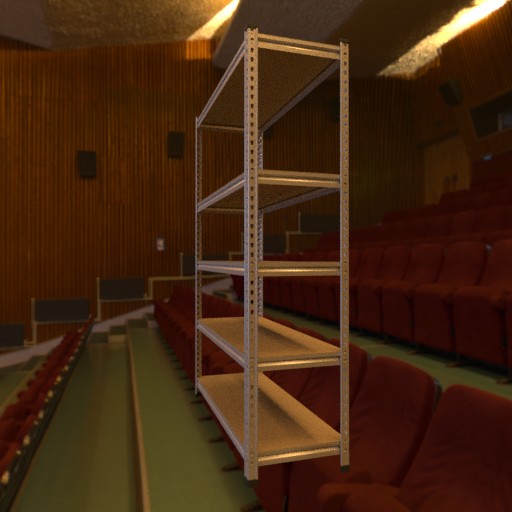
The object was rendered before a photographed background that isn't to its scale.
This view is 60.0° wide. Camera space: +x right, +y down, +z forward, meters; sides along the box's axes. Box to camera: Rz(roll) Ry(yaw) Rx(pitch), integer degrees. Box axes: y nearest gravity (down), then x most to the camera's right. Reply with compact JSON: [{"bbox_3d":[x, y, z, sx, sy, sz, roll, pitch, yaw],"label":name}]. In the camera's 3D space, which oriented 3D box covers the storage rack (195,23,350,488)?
[{"bbox_3d":[0.000,0.000,2.390,0.457,1.829,1.219,0,0,-18],"label":"storage rack"}]
